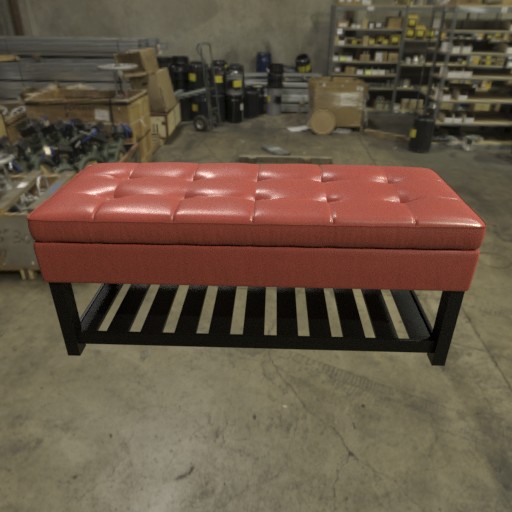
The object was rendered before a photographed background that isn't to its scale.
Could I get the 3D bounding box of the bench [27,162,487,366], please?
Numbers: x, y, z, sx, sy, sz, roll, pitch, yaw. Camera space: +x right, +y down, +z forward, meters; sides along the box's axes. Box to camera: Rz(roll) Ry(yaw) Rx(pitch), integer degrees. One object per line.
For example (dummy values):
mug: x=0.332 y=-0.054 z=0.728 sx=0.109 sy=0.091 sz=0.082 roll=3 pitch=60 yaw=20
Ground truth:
bench: x=0.000 y=0.000 z=1.328 sx=1.105 sy=0.460 sz=0.432 roll=1 pitch=29 yaw=2
